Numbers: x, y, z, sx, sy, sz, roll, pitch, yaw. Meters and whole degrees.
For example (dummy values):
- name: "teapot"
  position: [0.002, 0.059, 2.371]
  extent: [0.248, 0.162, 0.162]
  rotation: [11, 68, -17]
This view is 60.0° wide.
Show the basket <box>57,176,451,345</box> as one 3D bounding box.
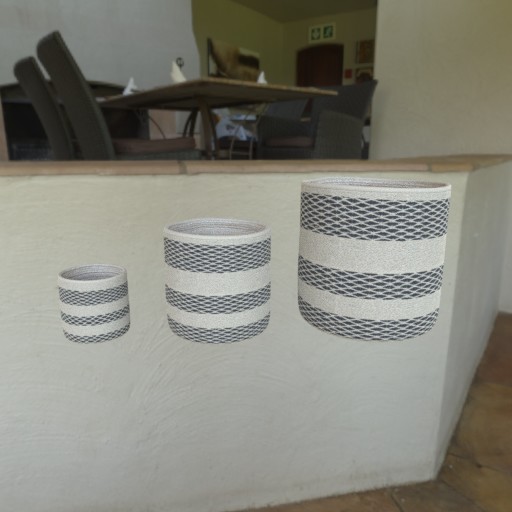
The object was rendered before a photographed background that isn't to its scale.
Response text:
- name: "basket"
  position: [0.000, 0.000, 1.070]
  extent: [0.917, 0.356, 0.351]
  rotation: [-2, 14, -7]
